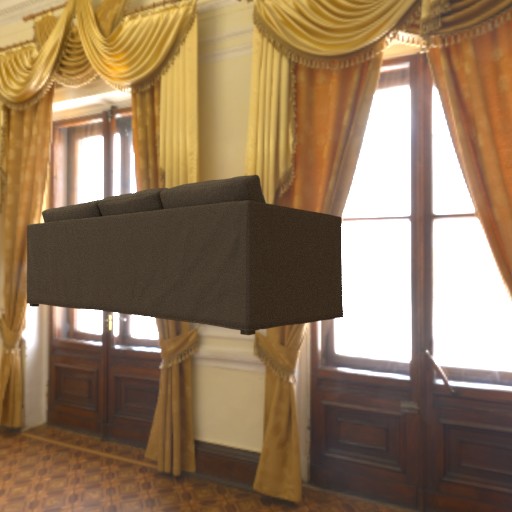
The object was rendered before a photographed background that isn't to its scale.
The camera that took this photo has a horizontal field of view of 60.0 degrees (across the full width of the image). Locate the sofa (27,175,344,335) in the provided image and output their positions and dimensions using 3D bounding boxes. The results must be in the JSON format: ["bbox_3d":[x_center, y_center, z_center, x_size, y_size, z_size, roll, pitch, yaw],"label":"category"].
[{"bbox_3d":[0.000,0.000,4.203,2.432,0.871,3.182,-1,-1,38],"label":"sofa"}]
